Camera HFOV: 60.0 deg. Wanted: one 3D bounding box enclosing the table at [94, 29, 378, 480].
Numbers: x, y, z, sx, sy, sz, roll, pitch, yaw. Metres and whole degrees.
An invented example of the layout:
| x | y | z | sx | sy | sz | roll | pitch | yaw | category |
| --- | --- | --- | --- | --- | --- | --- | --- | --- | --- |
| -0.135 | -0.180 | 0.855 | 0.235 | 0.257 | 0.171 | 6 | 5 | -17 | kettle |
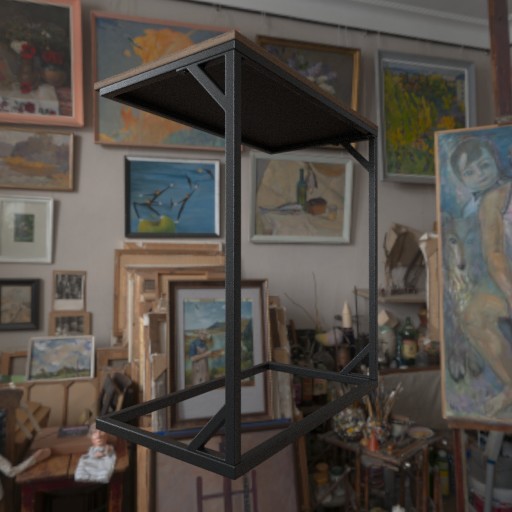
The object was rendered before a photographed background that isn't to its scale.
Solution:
| x | y | z | sx | sy | sz | roll | pitch | yaw | category |
| --- | --- | --- | --- | --- | --- | --- | --- | --- | --- |
| 0.000 | 0.000 | 1.004 | 0.351 | 0.673 | 0.597 | 0 | 0 | 36 | table |
